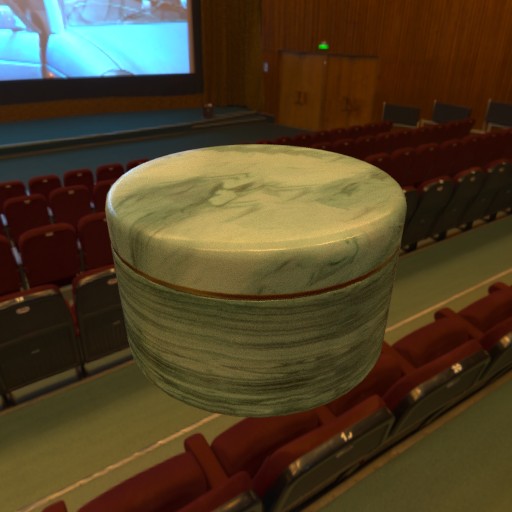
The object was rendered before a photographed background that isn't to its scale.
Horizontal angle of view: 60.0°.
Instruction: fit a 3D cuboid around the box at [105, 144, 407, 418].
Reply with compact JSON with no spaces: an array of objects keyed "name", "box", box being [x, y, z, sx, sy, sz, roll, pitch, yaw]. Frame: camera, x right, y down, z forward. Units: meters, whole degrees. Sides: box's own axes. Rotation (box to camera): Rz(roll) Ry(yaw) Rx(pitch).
[{"name":"box","box":[0.000,0.000,0.167,0.101,0.063,0.101,0,29,0]}]
